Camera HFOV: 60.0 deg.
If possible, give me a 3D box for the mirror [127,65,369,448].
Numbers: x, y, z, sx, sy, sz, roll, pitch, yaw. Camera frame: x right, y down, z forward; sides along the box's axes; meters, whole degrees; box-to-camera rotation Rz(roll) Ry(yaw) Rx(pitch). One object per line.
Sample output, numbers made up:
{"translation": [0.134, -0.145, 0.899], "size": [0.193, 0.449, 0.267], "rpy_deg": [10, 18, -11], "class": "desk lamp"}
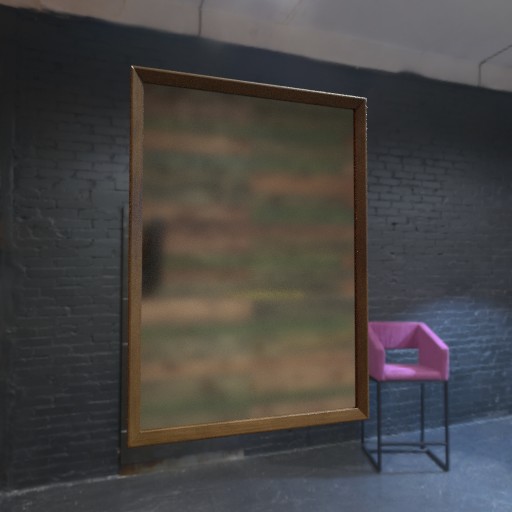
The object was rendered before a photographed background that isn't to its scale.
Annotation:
{"translation": [0.000, 0.000, 0.918], "size": [0.508, 0.711, 0.039], "rpy_deg": [1, -2, -18], "class": "mirror"}
